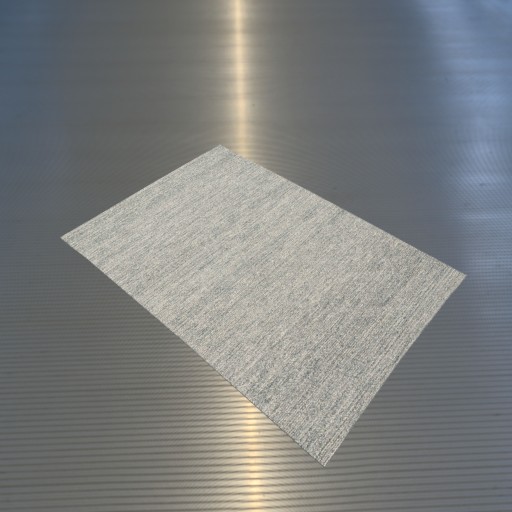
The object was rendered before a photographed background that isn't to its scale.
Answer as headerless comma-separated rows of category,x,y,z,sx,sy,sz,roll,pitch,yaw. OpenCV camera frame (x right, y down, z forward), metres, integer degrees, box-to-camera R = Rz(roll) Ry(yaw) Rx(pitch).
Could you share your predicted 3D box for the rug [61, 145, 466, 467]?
rug,0.000,0.000,3.056,2.338,0.030,1.616,33,55,27
